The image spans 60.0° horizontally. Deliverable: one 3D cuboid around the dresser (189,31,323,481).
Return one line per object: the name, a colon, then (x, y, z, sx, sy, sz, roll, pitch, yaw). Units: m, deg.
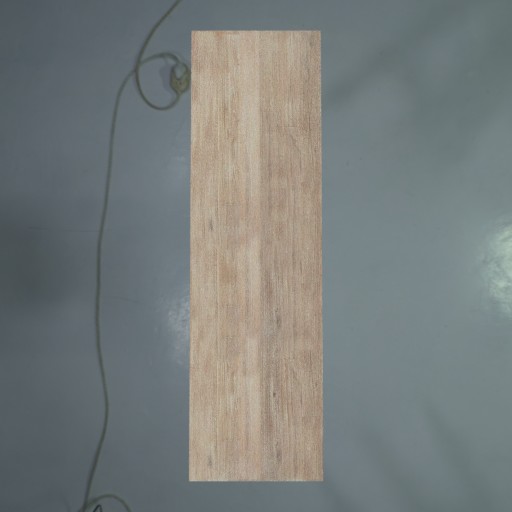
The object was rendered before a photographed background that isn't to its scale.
dresser: (0.000, 0.000, 1.930, 0.455, 0.805, 1.554, 0, 88, 0)
